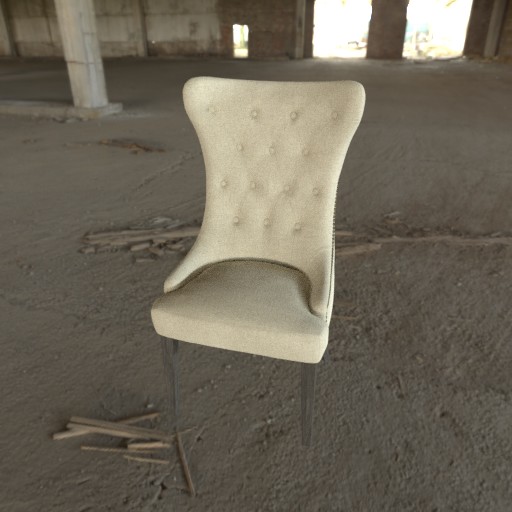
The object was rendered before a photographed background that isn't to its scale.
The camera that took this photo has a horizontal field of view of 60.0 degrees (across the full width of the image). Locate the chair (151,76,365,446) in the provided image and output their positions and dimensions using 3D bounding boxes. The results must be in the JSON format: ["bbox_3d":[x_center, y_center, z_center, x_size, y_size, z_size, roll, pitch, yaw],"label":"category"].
[{"bbox_3d":[0.000,0.000,1.469,0.584,1.065,0.590,7,28,14],"label":"chair"}]
